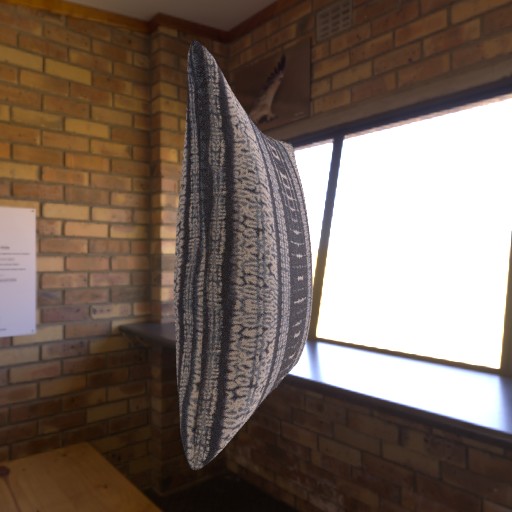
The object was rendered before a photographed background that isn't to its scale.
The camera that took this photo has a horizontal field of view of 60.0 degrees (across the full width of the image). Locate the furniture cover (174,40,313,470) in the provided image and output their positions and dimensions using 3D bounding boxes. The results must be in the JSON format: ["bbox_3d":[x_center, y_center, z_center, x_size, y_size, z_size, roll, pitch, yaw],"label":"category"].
[{"bbox_3d":[0.000,0.000,0.645,0.133,0.435,0.425,0,0,17],"label":"furniture cover"}]
